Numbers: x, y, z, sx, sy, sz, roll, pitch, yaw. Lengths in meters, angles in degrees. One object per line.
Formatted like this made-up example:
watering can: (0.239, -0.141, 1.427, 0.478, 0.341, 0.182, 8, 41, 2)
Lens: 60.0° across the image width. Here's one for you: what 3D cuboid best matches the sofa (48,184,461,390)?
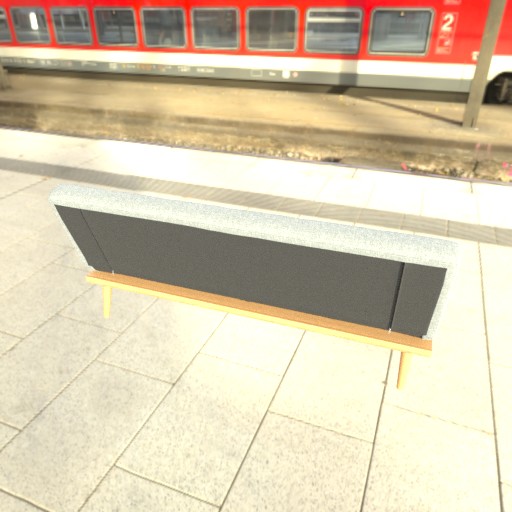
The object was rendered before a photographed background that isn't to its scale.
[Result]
sofa: (0.000, 0.000, 2.295, 1.820, 0.800, 0.800, 10, 31, 17)
